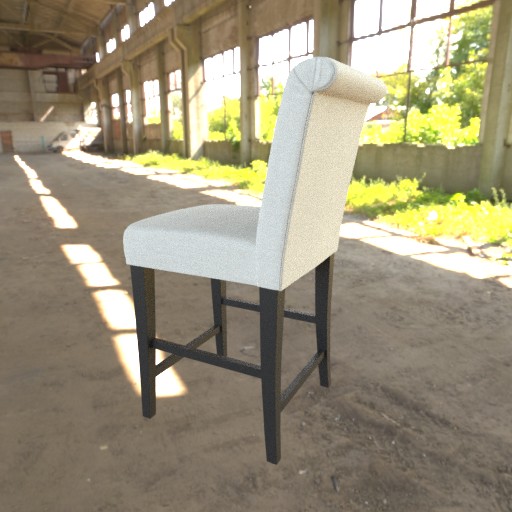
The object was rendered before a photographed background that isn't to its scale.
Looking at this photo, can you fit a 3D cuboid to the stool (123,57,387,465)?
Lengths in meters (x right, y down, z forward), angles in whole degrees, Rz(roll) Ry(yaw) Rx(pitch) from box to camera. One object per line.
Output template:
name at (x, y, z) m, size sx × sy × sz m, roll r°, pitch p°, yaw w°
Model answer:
stool at (0.000, 0.000, 1.287) m, size 0.597 × 0.976 × 0.452 m, roll 8°, pitch 17°, yaw 27°
